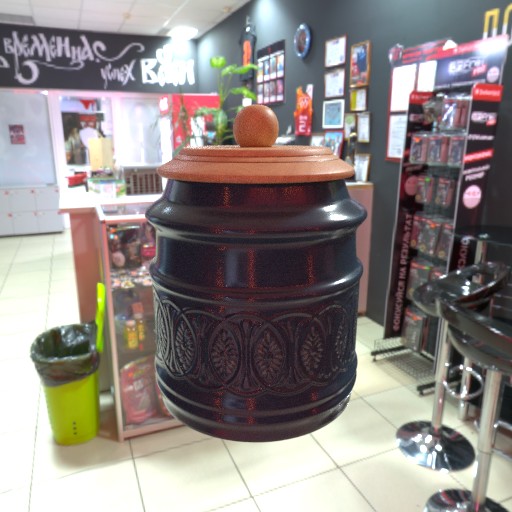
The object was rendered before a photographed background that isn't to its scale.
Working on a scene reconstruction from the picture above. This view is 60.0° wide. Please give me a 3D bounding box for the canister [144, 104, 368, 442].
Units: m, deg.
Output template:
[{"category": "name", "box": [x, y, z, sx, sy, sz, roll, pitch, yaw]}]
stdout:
[{"category": "canister", "box": [0.000, 0.000, 0.273, 0.130, 0.176, 0.130, 0, 15, 0]}]
